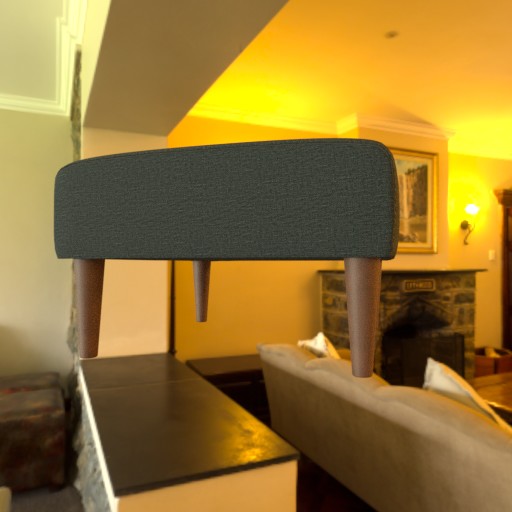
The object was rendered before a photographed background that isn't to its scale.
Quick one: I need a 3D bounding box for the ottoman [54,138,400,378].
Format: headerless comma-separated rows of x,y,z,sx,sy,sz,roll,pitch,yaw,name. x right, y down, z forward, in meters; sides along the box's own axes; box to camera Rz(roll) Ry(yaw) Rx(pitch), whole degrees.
0.000,0.000,1.056,0.649,0.398,0.650,0,-1,16,ottoman
